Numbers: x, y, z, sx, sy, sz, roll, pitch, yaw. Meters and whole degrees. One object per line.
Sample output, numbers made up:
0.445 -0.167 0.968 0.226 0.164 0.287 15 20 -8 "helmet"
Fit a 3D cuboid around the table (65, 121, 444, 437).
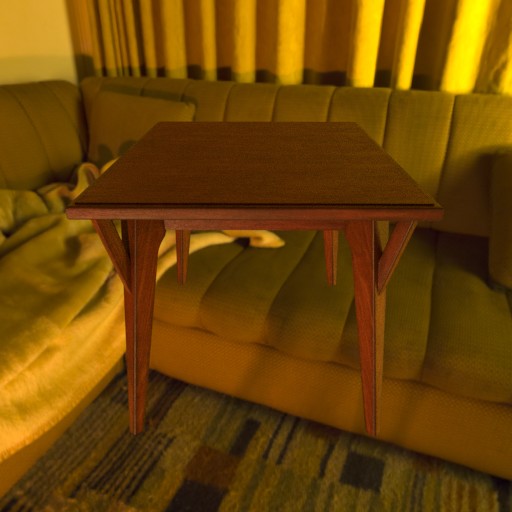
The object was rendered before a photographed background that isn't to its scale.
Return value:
0.000 0.000 1.590 0.838 0.761 0.991 0 27 1 "table"
